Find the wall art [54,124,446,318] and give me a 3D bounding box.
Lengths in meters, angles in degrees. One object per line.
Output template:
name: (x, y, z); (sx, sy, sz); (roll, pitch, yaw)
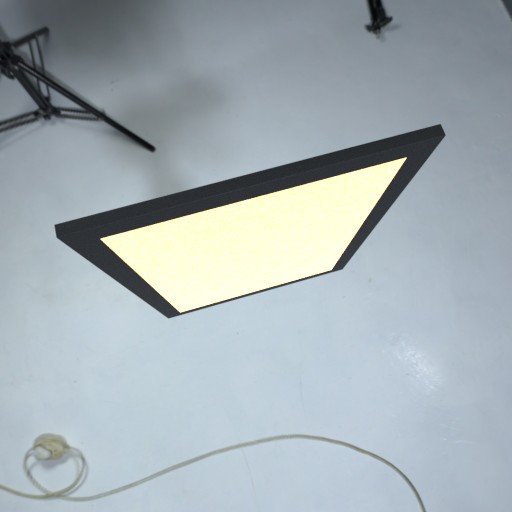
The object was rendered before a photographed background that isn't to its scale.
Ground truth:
wall art: (0.000, 0.000, 0.579); (0.326, 0.459, 0.011); (-15, 75, -4)
